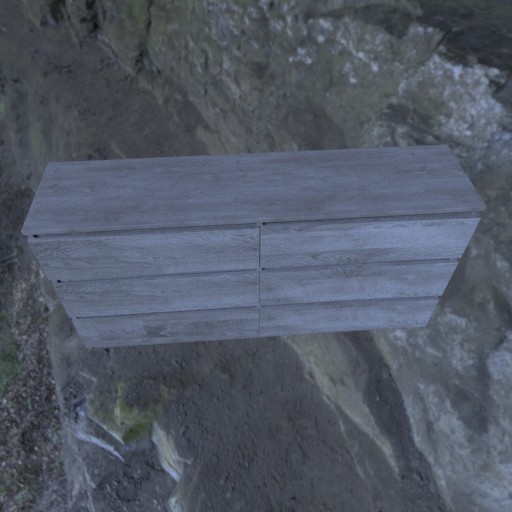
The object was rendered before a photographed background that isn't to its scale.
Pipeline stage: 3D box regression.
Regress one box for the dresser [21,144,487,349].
[{"bbox_3d":[0.000,0.000,1.925,1.590,0.795,0.390,-3,48,-3],"label":"dresser"}]
